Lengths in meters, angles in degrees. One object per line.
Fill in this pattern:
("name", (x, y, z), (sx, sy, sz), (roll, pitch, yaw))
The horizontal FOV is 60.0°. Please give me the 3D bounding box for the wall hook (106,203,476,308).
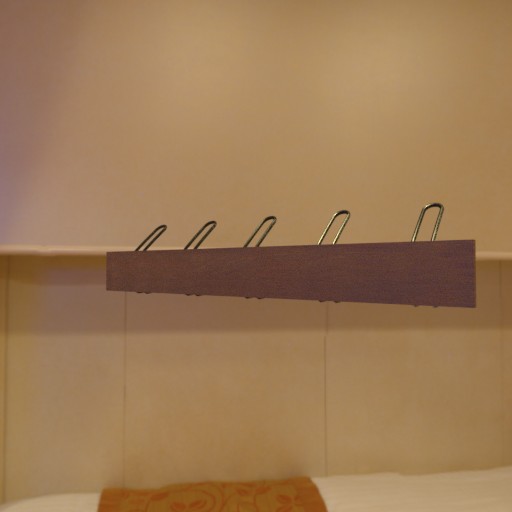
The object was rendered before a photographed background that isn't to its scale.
("wall hook", (0.000, 0.000, 0.607), (0.554, 0.116, 0.076), (-1, -2, 35))
